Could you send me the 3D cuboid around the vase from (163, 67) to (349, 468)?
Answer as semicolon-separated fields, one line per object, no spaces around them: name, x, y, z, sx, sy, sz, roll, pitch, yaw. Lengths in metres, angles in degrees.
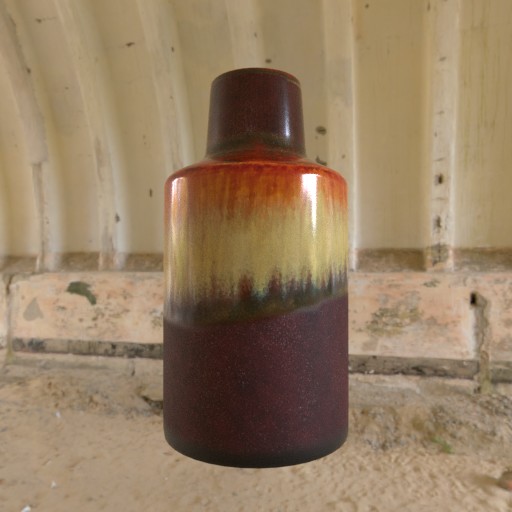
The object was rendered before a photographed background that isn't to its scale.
vase;0.000;0.000;0.264;0.108;0.204;0.108;0;-1;0
